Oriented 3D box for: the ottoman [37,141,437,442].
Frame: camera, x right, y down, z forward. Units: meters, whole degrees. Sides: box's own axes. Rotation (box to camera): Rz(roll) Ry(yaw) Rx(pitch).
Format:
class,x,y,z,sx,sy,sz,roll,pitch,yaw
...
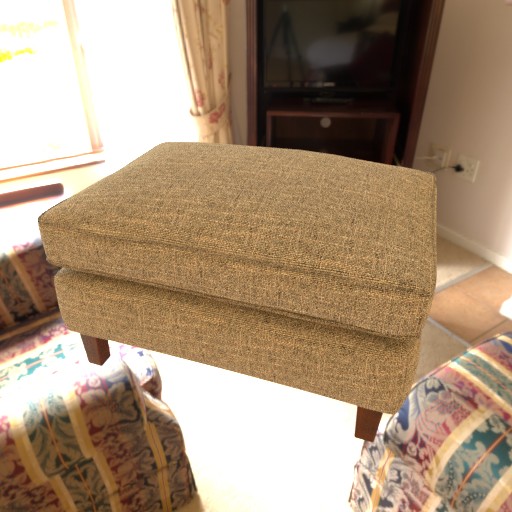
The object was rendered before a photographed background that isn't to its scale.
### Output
class,x,y,z,sx,sy,sz,roll,pitch,yaw
ottoman,0.000,0.000,0.942,0.686,0.406,0.508,10,34,16
